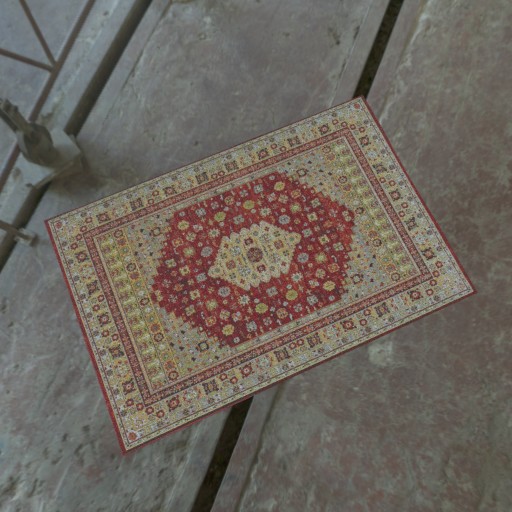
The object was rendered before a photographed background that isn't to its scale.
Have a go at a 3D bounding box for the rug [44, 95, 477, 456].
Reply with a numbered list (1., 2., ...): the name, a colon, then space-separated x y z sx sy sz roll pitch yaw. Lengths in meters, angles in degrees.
1. rug: 0.000 0.000 2.178 1.802 0.013 1.194 -23 76 -6
